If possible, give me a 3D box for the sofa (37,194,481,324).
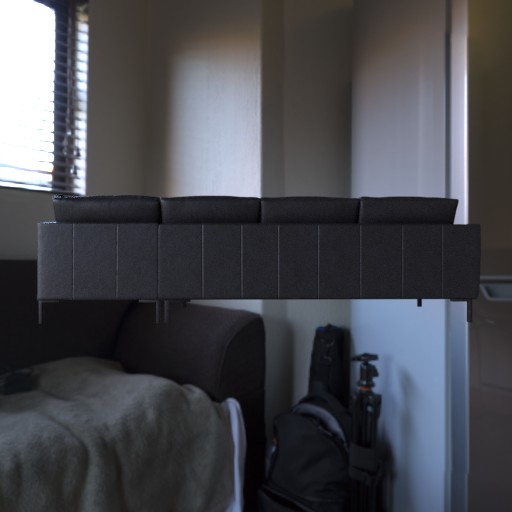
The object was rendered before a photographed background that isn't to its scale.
[{"bbox_3d":[0.000,0.000,3.880,2.984,0.877,1.938,0,0,-1],"label":"sofa"}]
